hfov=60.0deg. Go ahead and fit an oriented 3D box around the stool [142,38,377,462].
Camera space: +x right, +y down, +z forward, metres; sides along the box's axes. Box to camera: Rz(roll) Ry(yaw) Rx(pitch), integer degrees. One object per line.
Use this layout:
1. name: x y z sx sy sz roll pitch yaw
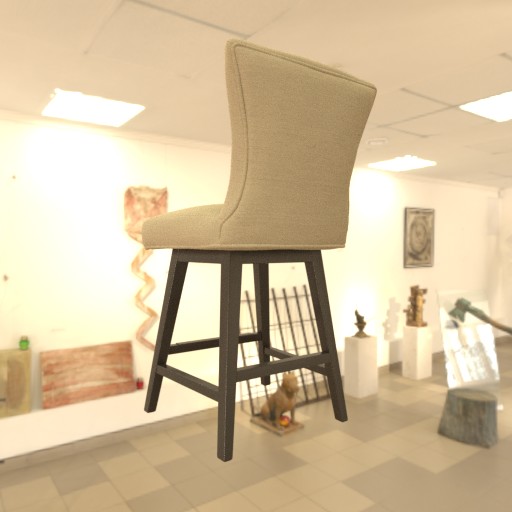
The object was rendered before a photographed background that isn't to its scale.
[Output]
1. stool: 0.000 0.000 1.338 0.514 1.000 0.574 -1 1 -36
